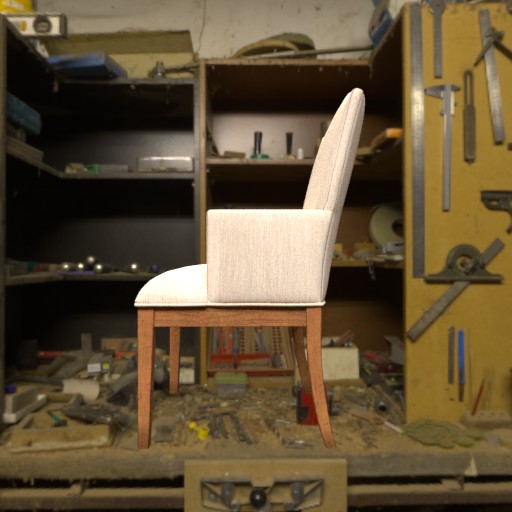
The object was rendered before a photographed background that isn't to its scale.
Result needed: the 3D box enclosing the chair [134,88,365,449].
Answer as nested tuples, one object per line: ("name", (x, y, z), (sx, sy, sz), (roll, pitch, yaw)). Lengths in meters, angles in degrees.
("chair", (0.000, 0.000, 1.411), (0.641, 1.016, 0.533), (0, 1, 0))
